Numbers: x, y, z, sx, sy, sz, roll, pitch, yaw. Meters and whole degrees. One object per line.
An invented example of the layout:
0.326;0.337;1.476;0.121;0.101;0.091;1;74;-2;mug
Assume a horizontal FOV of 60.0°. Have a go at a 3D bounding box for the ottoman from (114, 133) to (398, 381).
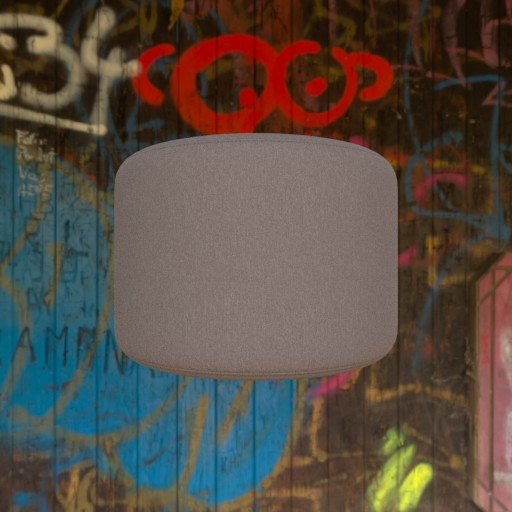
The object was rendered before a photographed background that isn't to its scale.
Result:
0.000;0.000;0.998;0.608;0.433;0.608;0;0;0;ottoman
